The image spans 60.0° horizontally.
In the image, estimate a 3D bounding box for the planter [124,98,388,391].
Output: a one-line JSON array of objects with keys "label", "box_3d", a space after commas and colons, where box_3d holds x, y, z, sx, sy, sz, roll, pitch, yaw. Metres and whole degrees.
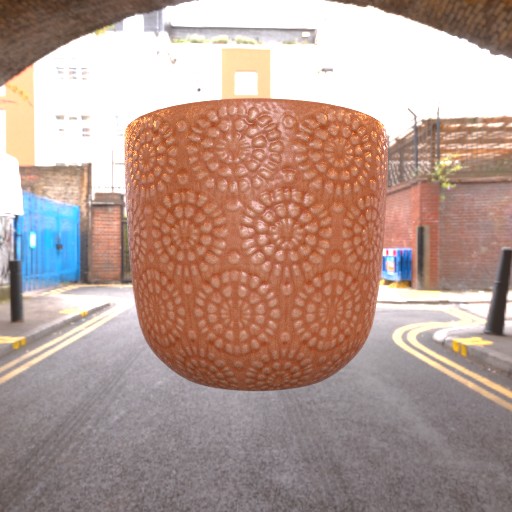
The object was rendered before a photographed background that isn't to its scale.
[{"label": "planter", "box_3d": [0.000, 0.000, 0.365, 0.208, 0.190, 0.208, 0, 1, 0]}]
